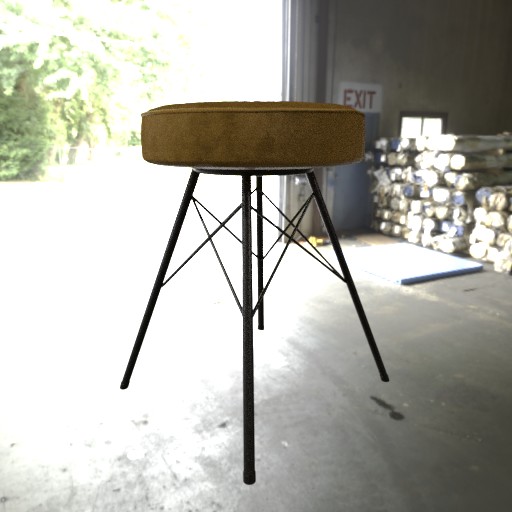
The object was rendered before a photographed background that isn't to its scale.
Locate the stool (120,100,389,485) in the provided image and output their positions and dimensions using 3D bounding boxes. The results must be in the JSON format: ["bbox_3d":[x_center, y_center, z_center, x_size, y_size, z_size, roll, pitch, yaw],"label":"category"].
[{"bbox_3d":[0.000,0.000,0.927,0.472,0.595,0.438,-13,20,-41],"label":"stool"}]
